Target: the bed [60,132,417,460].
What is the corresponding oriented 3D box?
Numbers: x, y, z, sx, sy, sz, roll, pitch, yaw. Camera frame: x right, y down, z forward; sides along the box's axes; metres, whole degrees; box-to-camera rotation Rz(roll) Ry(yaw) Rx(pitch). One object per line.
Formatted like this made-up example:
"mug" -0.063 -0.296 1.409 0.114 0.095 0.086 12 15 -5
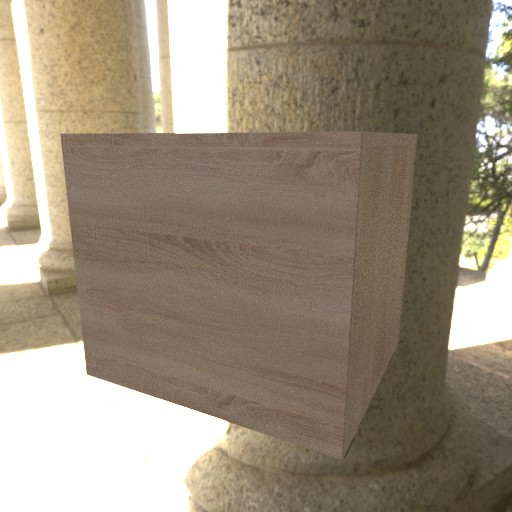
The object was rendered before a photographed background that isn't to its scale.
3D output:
"bed" 0.000 0.000 0.792 0.460 0.420 0.401 8 17 27
